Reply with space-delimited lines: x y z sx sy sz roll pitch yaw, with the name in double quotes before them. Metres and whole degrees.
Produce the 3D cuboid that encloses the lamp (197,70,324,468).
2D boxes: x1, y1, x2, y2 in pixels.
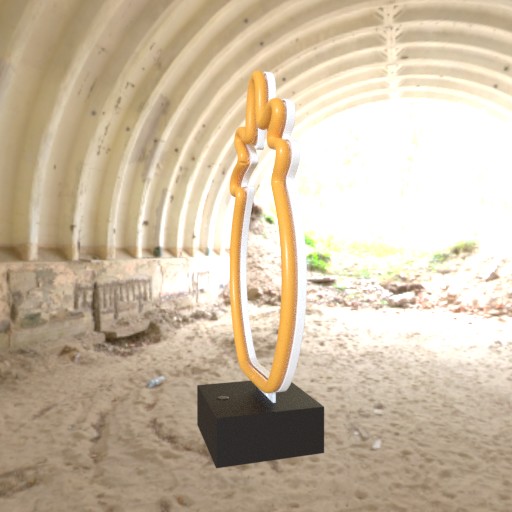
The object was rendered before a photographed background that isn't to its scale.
"lamp" 0.000 0.000 0.385 0.088 0.317 0.167 0 0 -17
